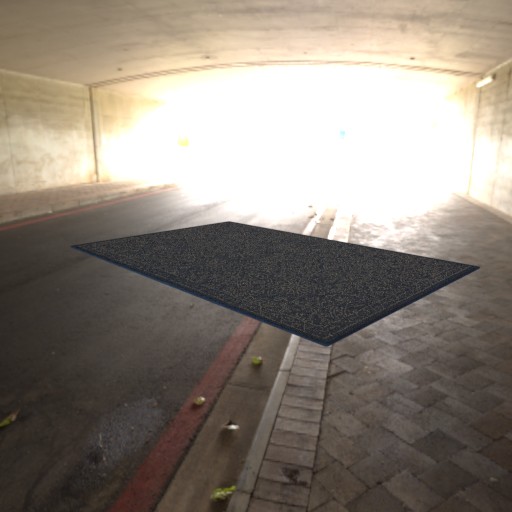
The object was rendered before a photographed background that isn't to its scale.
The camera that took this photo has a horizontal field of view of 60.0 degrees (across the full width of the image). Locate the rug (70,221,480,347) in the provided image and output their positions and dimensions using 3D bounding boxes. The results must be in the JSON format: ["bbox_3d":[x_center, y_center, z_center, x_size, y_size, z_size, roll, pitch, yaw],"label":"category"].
[{"bbox_3d":[0.000,0.000,2.336,1.219,0.010,1.829,-13,19,-43],"label":"rug"}]
